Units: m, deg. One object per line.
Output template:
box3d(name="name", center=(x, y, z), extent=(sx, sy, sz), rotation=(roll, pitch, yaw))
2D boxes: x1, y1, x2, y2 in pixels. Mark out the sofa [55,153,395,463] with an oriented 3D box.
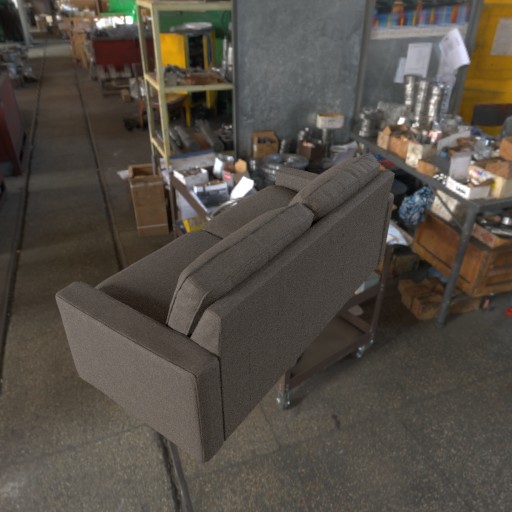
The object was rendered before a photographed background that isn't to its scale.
box3d(name="sofa", center=(0.000, 0.000, 2.646), extent=(0.940, 0.919, 2.080), rotation=(21, 37, 29))
